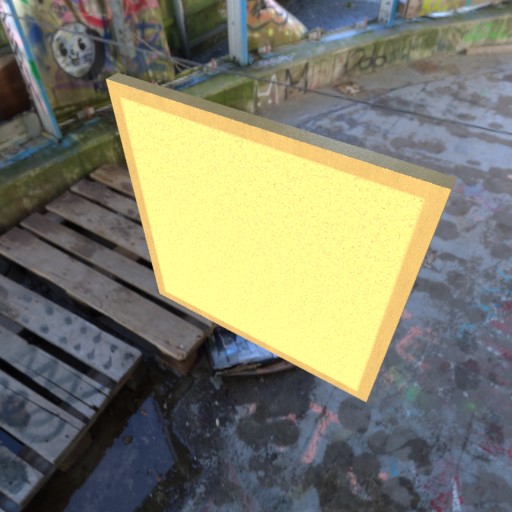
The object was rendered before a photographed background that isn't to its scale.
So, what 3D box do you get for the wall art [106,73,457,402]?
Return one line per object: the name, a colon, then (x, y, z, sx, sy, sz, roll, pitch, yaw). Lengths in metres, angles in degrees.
wall art: (0.000, 0.000, 2.895, 1.935, 1.936, 0.097, 24, 51, 21)
